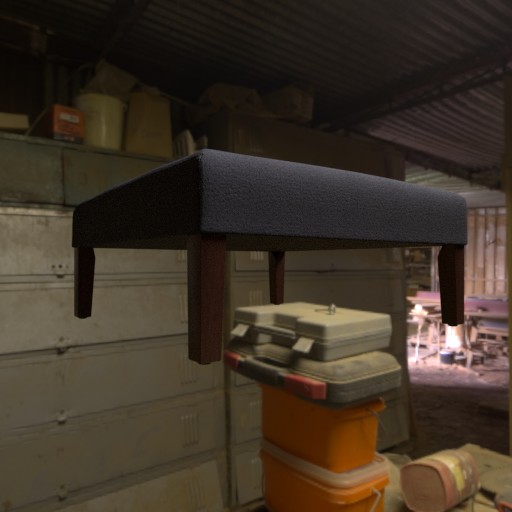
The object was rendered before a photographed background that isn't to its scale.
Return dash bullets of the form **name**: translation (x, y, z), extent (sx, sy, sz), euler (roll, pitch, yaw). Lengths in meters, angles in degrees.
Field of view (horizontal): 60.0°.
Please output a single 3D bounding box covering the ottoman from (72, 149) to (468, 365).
- **ottoman**: translation (0.000, 0.000, 1.384), extent (0.890, 0.411, 0.889), euler (1, -1, -36)
